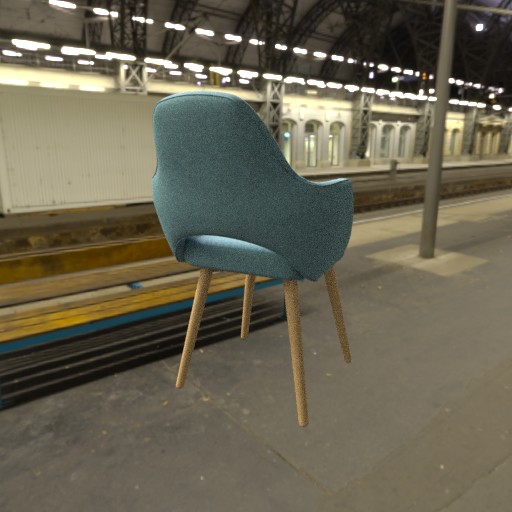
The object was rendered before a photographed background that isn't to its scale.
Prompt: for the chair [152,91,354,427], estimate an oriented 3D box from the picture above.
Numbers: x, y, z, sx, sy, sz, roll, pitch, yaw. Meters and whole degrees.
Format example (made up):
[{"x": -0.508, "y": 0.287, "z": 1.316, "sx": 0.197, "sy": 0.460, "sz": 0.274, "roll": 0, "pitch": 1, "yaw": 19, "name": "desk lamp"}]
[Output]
[{"x": 0.000, "y": 0.000, "z": 1.399, "sx": 0.589, "sy": 0.920, "sz": 0.666, "roll": 7, "pitch": 16, "yaw": 27, "name": "chair"}]
